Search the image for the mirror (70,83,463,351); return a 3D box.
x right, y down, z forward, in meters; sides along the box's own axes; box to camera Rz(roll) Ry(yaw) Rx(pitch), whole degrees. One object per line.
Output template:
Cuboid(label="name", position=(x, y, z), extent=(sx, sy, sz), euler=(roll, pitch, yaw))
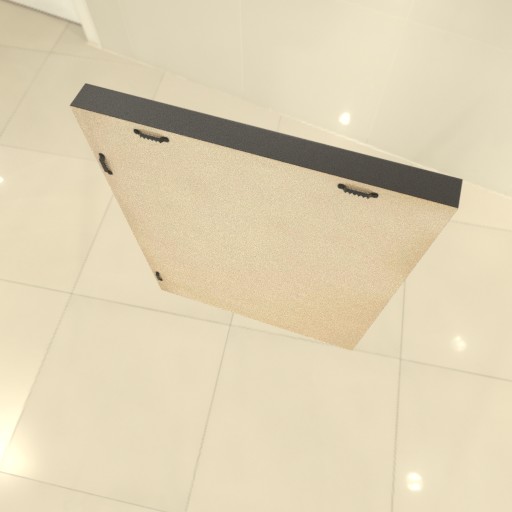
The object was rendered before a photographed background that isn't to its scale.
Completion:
Cuboid(label="mirror", position=(0.000, 0.000, 0.672), extent=(0.405, 0.508, 0.041), euler=(17, 64, 8))
